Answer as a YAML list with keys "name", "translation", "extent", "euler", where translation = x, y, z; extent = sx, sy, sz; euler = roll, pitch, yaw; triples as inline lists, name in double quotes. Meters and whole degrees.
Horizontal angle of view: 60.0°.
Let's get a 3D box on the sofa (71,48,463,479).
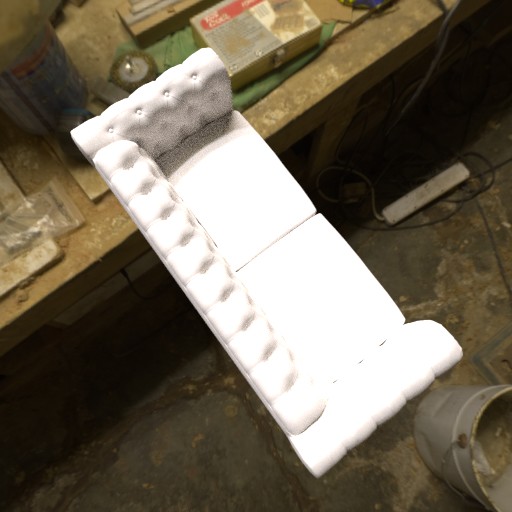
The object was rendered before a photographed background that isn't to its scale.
- name: "sofa"
  translation: [0.000, 0.000, 2.196]
  extent: [0.771, 0.796, 1.798]
  euler: [-36, 79, -8]
